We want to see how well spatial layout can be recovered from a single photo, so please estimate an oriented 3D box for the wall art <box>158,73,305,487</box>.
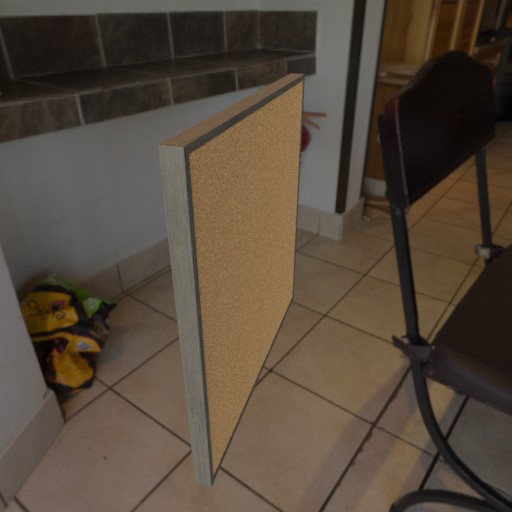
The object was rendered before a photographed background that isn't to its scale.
[{"bbox_3d":[0.000,0.000,1.108,0.039,0.758,0.758,9,31,16],"label":"wall art"}]
